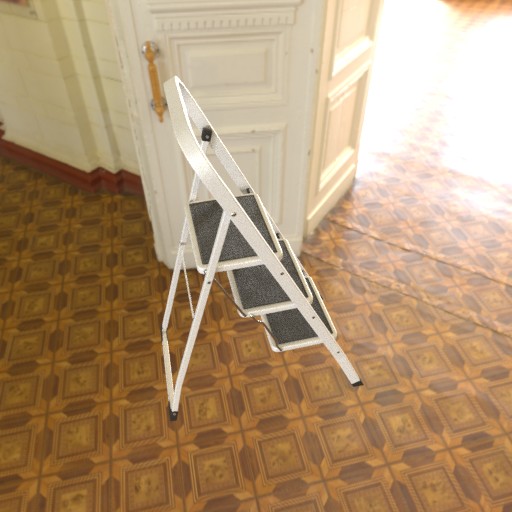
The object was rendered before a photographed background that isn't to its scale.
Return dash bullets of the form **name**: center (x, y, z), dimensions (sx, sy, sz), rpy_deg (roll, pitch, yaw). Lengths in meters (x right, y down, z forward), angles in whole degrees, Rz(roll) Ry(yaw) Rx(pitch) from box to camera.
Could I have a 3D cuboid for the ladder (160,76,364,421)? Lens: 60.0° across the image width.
- **ladder**: center (0.000, 0.000, 1.385), dimensions (0.711, 1.050, 0.460), rpy_deg (-9, 44, -10)
